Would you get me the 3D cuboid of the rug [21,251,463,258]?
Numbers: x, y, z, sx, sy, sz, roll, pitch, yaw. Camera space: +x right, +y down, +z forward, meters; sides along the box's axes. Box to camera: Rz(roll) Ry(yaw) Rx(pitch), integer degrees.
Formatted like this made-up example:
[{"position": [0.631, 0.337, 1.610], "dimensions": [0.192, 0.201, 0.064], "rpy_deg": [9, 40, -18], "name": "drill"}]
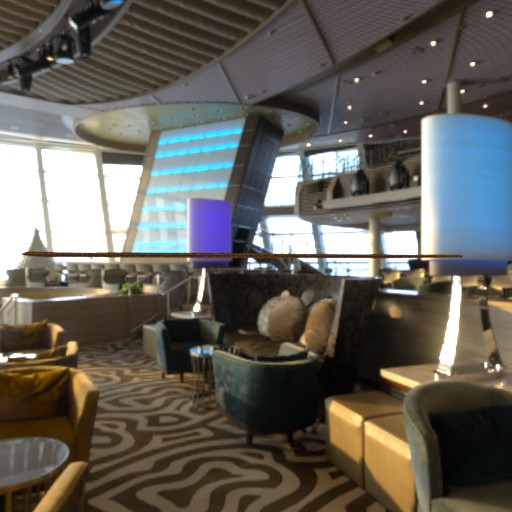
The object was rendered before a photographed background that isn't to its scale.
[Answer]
[{"position": [0.000, 0.000, 2.013], "dimensions": [1.820, 0.013, 0.556], "rpy_deg": [0, -1, -18], "name": "rug"}]
